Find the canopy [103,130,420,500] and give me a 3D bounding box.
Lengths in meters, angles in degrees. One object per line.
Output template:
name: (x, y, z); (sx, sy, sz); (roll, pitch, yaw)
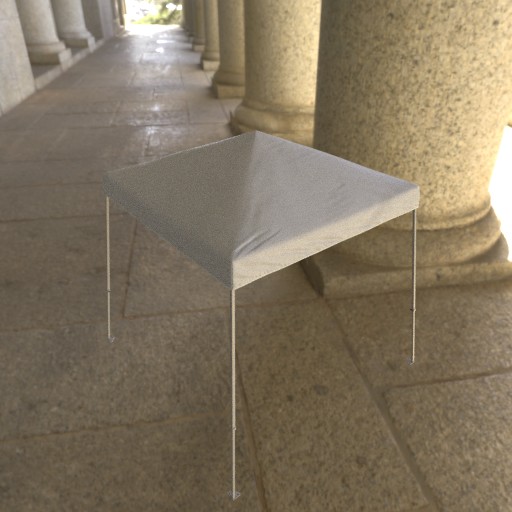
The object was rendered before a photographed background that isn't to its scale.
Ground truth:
canopy: (0.000, 0.000, 6.398); (3.600, 3.600, 3.599); (-22, 37, -33)
